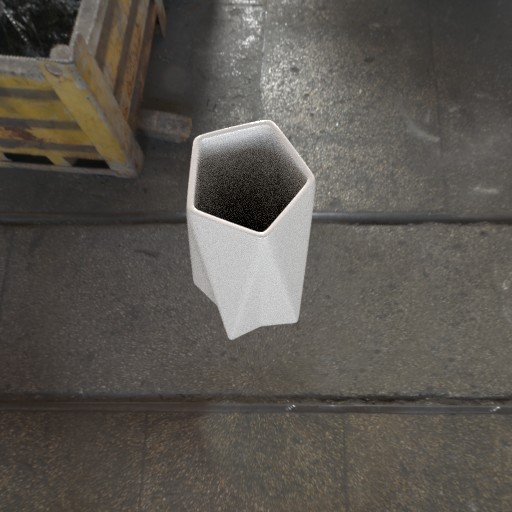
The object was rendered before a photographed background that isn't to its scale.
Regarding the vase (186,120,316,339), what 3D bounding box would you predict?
[{"bbox_3d":[0.000,0.000,0.387,0.116,0.329,0.122,-32,77,-8],"label":"vase"}]
